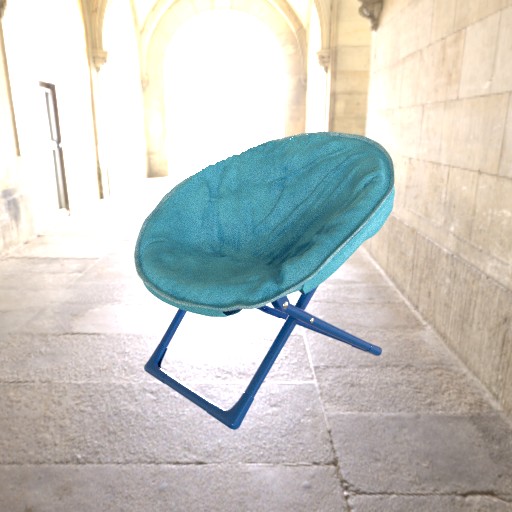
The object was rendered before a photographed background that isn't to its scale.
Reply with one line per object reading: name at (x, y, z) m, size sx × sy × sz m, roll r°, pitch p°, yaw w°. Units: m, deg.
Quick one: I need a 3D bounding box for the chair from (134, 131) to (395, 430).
chair at (0.000, 0.000, 0.890) m, size 0.520 × 0.478 × 0.465 m, roll 15°, pitch 22°, yaw 42°
